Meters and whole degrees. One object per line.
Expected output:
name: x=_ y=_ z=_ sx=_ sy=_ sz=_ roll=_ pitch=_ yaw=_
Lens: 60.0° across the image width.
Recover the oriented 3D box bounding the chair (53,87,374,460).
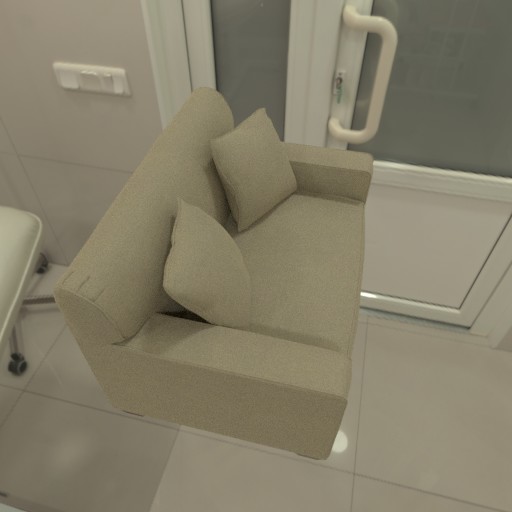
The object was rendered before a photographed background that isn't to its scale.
chair: x=0.000 y=0.000 z=2.030 sx=1.000 sy=0.948 sz=1.383 roll=10 pitch=48 yaw=9
